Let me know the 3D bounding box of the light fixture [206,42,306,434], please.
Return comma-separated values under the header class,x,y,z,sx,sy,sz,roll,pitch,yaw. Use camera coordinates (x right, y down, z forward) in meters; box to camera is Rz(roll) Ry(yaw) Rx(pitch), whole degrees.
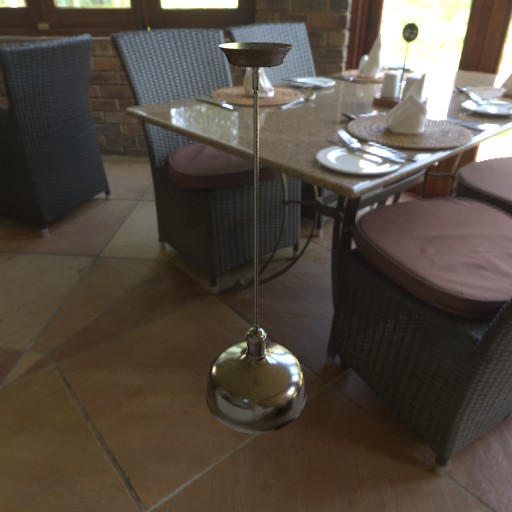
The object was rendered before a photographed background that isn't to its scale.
class,x,y,z,sx,sy,sz,roll,pitch,yaw
light fixture,0.000,0.000,1.086,0.299,0.935,0.299,-21,36,-31
